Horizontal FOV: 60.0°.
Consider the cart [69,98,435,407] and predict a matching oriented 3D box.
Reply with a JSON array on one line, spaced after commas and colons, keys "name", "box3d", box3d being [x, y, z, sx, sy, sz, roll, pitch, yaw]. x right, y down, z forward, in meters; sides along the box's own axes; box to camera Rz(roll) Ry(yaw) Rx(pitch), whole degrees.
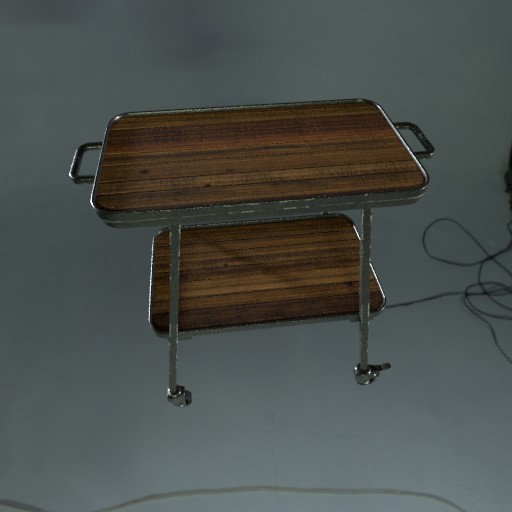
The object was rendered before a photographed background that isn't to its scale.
[{"name": "cart", "box3d": [0.000, 0.000, 1.249, 0.806, 0.700, 0.515, -5, 45, -5]}]
